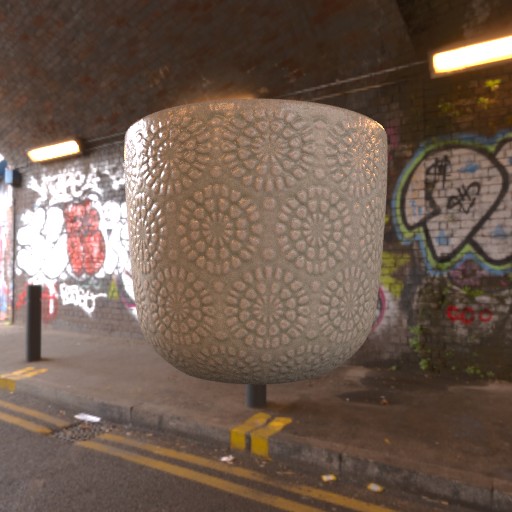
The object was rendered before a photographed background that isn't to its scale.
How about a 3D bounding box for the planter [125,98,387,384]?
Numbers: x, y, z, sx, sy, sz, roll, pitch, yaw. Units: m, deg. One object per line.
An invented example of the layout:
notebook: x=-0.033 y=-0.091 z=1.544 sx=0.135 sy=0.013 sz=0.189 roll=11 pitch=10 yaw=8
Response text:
planter: x=0.000 y=0.000 z=0.217 sx=0.124 sy=0.109 sz=0.124 roll=0 pitch=-2 yaw=0
